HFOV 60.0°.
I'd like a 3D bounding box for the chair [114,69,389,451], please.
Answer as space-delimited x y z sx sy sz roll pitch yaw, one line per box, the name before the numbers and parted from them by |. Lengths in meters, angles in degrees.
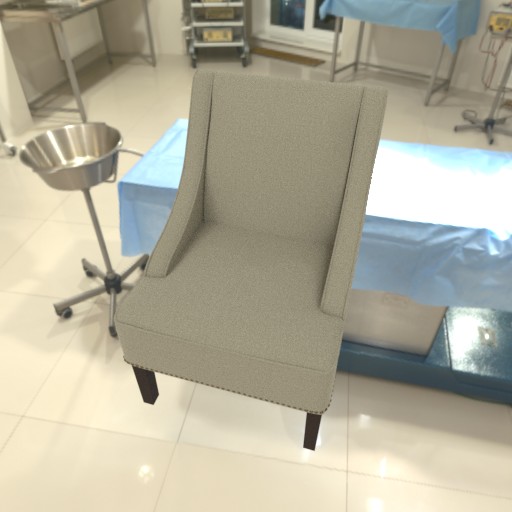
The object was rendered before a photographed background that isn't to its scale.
chair | 0.000 0.000 1.368 0.610 0.864 0.737 11 41 13
